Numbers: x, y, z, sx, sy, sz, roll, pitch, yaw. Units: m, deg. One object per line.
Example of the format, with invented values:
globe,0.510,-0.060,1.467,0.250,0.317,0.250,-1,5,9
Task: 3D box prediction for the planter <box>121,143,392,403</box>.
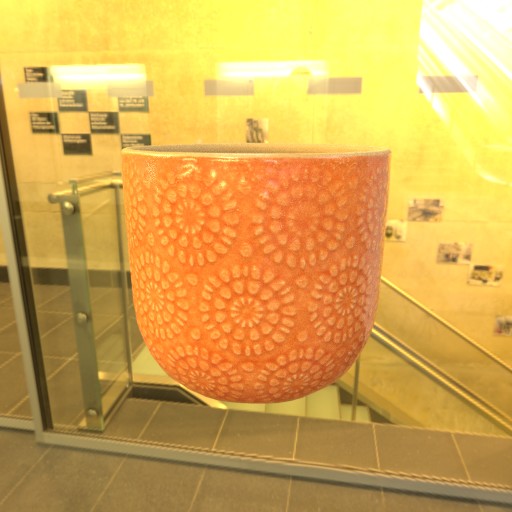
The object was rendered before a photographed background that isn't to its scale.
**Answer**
planter,0.000,0.000,0.302,0.170,0.152,0.170,0,16,0
